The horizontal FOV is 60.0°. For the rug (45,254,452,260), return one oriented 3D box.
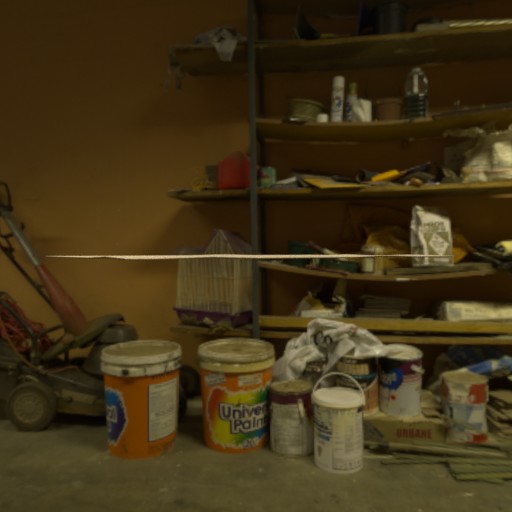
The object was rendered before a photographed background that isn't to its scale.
[{"bbox_3d":[0.000,0.000,3.122,2.439,0.015,1.524,0,1,-36],"label":"rug"}]
